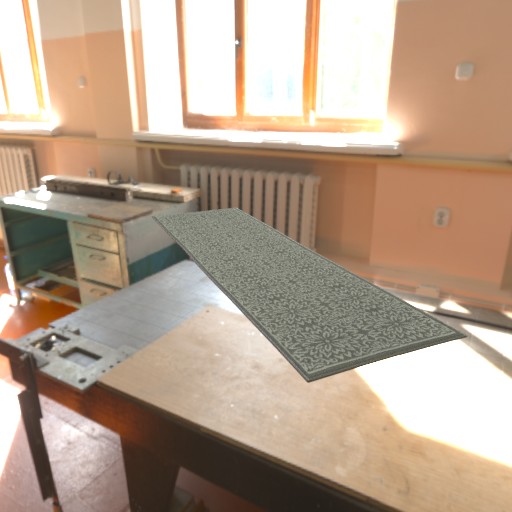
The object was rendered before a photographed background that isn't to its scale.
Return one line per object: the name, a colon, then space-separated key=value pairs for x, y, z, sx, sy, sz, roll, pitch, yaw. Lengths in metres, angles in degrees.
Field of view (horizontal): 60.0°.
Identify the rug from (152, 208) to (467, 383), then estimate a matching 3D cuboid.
rug: x=0.000 y=0.000 z=2.392 sx=0.662 sy=0.011 sz=2.196 roll=-9 pitch=21 yaw=-23
